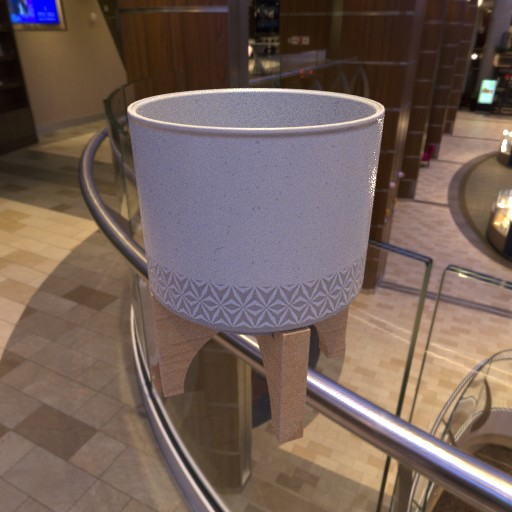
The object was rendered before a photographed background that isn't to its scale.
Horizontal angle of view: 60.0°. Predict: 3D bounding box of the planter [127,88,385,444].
[{"bbox_3d":[0.000,0.000,0.270,0.130,0.178,0.130,0,27,0],"label":"planter"}]
